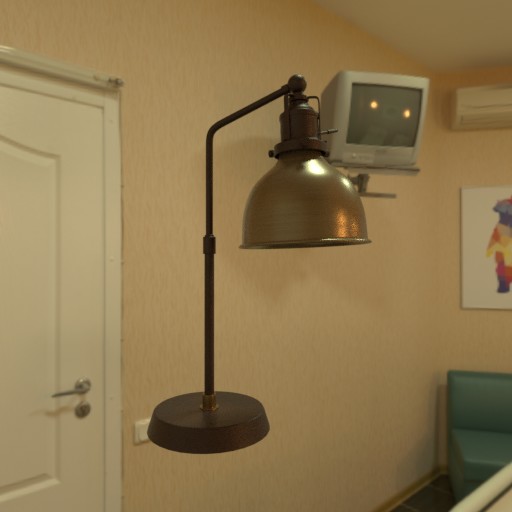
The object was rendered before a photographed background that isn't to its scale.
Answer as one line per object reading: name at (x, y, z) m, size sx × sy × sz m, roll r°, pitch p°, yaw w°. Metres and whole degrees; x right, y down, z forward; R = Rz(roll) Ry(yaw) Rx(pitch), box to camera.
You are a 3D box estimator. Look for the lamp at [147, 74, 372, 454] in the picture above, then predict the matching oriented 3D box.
lamp at (0.000, 0.000, 0.589) m, size 0.298 × 0.469 × 0.175 m, roll 0°, pitch 0°, yaw 19°
